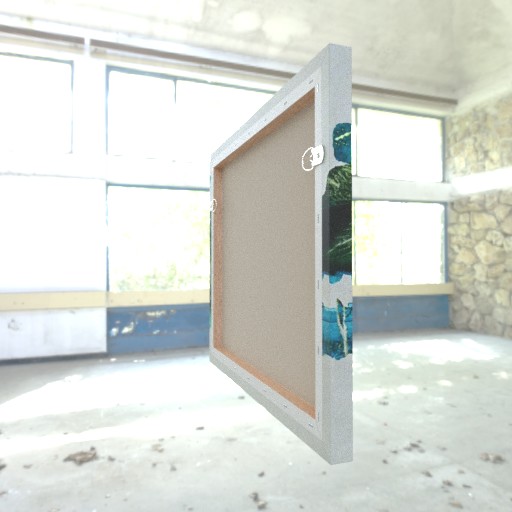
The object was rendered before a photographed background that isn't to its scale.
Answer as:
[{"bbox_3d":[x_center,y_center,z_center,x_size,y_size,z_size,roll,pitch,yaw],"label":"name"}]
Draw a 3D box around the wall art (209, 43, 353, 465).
[{"bbox_3d":[0.000,0.000,0.978,0.043,0.610,0.711,0,-1,-20],"label":"wall art"}]
